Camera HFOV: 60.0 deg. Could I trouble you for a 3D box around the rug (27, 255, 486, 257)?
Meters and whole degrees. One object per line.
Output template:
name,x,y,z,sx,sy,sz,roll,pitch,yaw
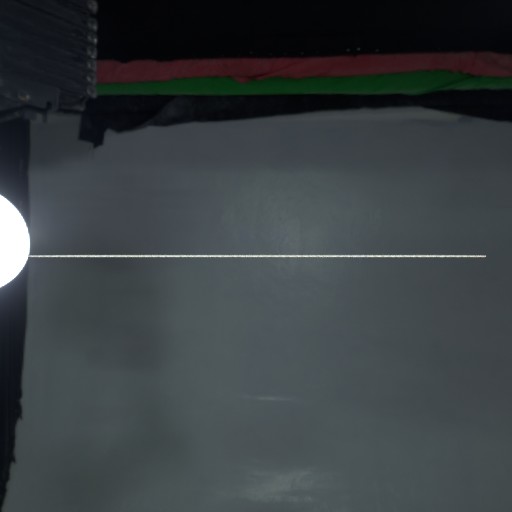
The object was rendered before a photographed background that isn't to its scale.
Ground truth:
rug,0.000,0.000,2.521,2.277,0.008,0.676,0,0,0
